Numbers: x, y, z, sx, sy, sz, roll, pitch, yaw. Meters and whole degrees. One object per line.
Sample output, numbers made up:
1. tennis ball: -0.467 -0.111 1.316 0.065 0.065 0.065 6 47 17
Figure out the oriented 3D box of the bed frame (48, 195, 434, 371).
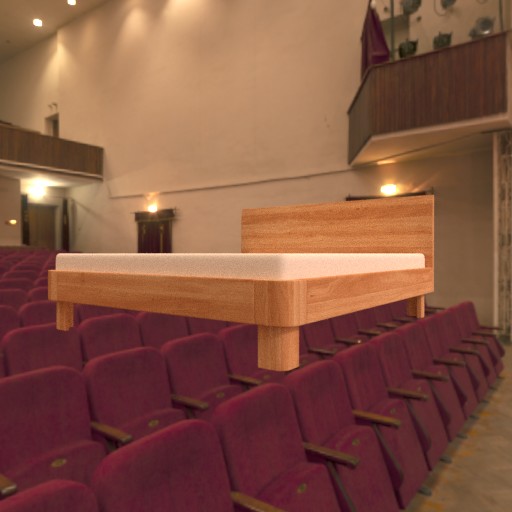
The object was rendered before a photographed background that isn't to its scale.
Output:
1. bed frame: 0.000 0.000 3.142 1.872 0.940 2.092 0 0 37
